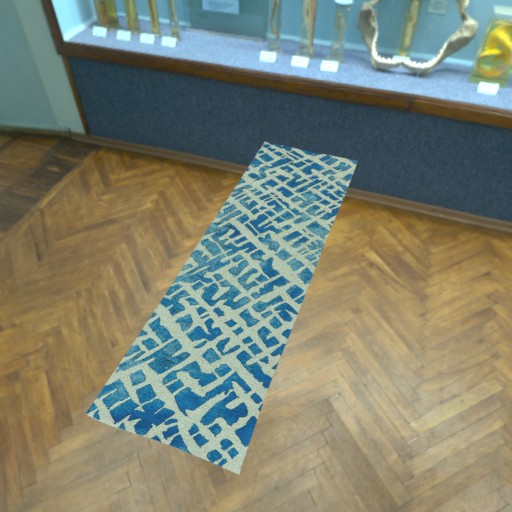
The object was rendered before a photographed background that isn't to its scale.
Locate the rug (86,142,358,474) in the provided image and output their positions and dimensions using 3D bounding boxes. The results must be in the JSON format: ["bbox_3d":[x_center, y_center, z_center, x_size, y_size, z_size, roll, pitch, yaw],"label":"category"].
[{"bbox_3d":[0.000,0.000,2.741,0.768,0.011,2.446,15,49,14],"label":"rug"}]
